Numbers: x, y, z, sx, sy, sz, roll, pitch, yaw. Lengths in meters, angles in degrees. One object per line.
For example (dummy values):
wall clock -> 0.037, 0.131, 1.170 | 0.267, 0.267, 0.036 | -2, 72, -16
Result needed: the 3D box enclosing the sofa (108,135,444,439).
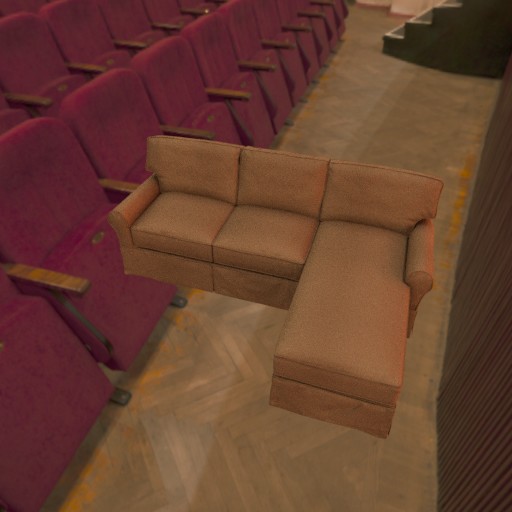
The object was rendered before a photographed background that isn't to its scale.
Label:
sofa -> 0.000, 0.000, 3.261 | 2.475, 0.978, 1.733 | 12, 41, 14
